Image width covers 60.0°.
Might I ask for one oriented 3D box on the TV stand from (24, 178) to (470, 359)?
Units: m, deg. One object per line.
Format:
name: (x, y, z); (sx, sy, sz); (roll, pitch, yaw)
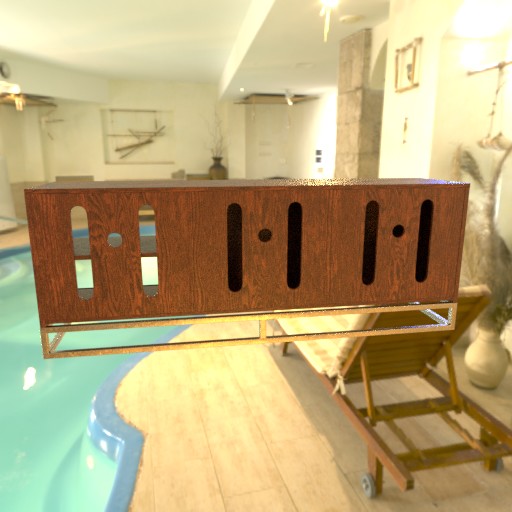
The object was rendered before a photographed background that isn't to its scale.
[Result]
TV stand: (0.000, 0.000, 1.758); (1.541, 0.578, 0.382); (-2, 13, -9)
